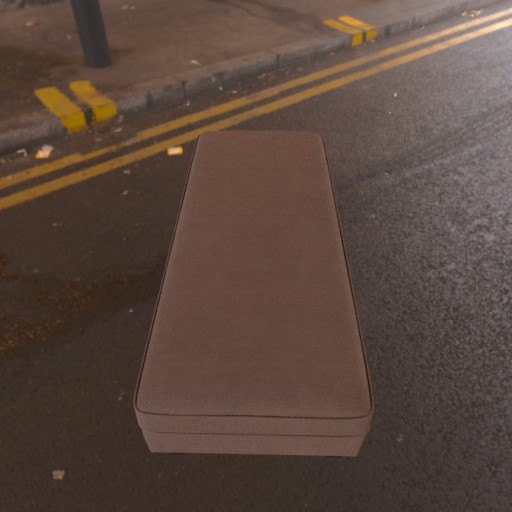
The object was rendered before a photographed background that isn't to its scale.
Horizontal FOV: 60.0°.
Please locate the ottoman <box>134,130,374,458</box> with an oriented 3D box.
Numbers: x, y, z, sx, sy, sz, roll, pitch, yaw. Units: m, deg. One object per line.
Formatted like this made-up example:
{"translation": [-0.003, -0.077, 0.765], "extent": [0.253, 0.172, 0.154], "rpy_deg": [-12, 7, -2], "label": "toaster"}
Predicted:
{"translation": [0.000, 0.000, 2.032], "extent": [0.751, 0.470, 1.764], "rpy_deg": [1, 43, 1], "label": "ottoman"}
